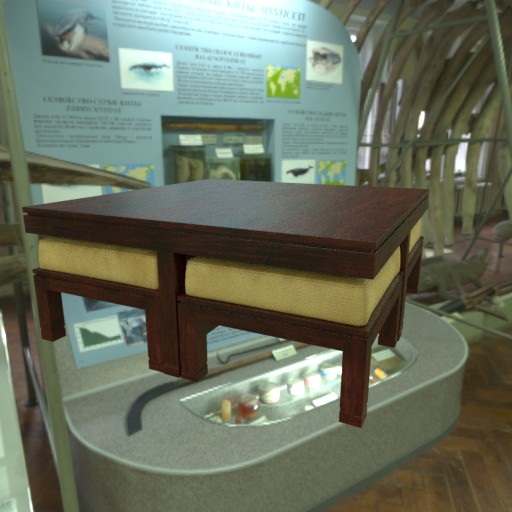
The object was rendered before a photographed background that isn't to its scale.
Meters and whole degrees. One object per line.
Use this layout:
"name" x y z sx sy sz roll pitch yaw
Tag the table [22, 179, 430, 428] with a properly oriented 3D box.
"table" 0.000 0.000 1.333 0.865 0.356 0.865 7 17 25
